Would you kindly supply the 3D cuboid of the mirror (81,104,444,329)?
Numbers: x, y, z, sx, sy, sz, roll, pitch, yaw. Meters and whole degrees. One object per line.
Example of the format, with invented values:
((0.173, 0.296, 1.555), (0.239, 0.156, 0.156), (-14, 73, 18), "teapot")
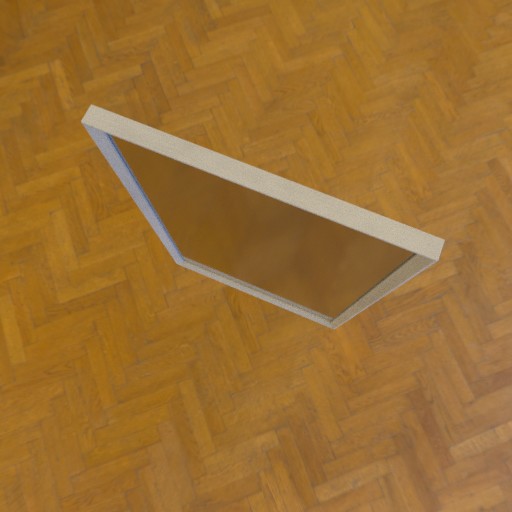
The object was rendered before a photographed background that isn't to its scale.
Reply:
((0.000, 0.000, 1.141), (0.609, 0.915, 0.041), (22, 75, 6), "mirror")
